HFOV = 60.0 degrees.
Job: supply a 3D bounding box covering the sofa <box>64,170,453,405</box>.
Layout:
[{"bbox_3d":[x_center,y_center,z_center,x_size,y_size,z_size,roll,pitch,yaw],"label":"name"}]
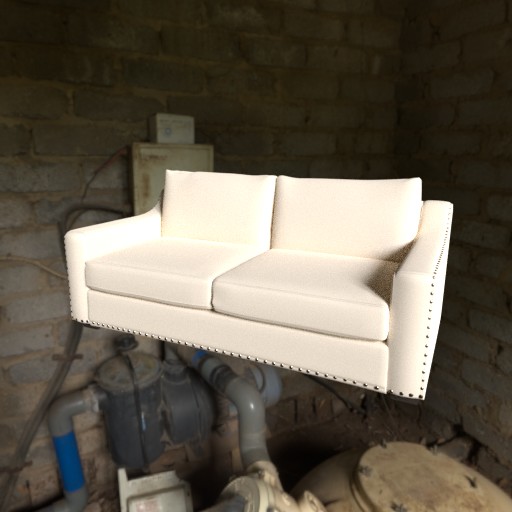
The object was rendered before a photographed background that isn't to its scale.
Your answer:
[{"bbox_3d":[0.000,0.000,2.328,1.812,0.830,0.949,7,16,25],"label":"sofa"}]
